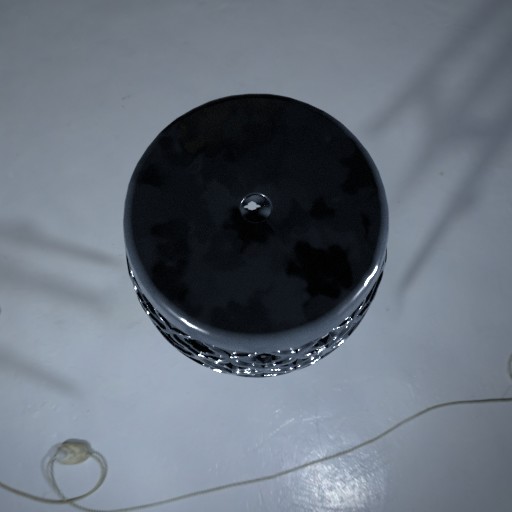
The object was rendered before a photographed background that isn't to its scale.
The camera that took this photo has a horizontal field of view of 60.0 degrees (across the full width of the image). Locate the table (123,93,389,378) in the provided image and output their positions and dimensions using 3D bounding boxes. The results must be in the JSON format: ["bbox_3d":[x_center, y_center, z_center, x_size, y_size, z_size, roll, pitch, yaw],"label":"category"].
[{"bbox_3d":[0.000,0.000,0.618,0.325,0.388,0.325,0,76,0],"label":"table"}]
